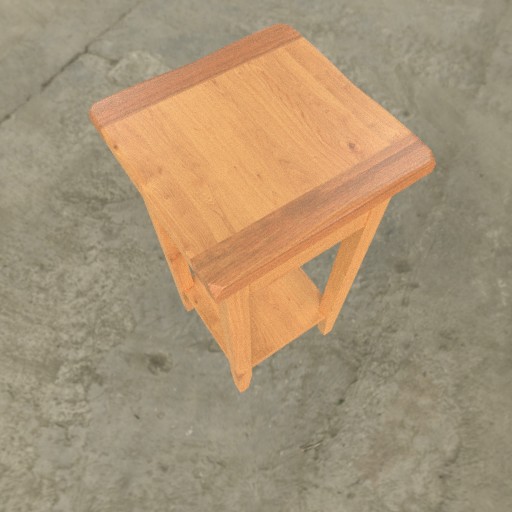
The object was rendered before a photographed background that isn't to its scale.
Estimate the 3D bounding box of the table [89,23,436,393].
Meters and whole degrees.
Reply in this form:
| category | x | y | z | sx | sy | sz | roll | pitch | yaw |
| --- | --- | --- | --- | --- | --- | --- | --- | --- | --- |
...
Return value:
| category | x | y | z | sx | sy | sz | roll | pitch | yaw |
| --- | --- | --- | --- | --- | --- | --- | --- | --- | --- |
| table | 0.000 | 0.000 | 0.949 | 0.360 | 0.740 | 0.360 | -31 | 66 | -16 |
